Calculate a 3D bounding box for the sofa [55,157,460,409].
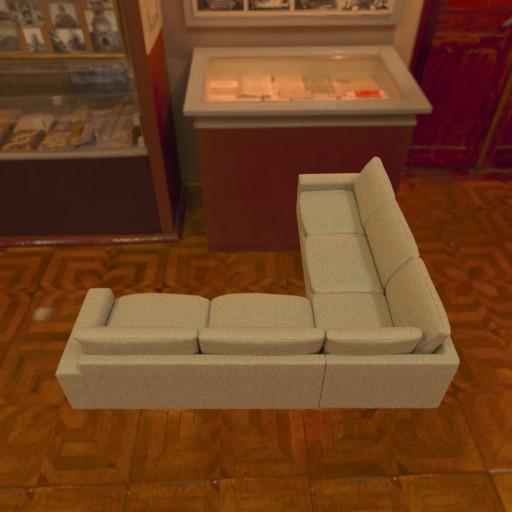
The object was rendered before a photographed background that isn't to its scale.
[{"bbox_3d":[0.000,0.000,4.047,2.742,0.800,2.622,0,41,0],"label":"sofa"}]
